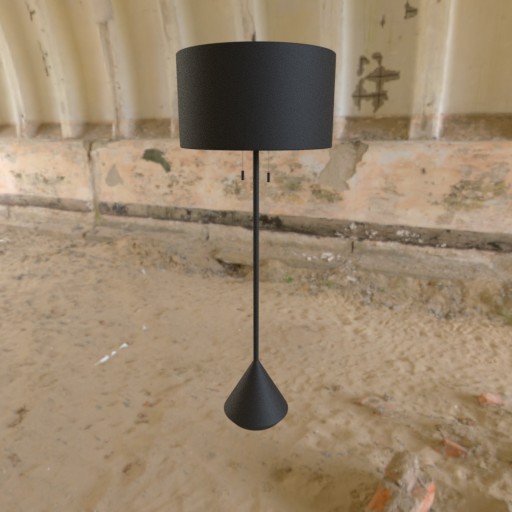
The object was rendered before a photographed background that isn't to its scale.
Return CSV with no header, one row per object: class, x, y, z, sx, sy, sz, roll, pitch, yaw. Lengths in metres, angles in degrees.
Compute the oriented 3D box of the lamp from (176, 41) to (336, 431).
lamp,0.000,0.000,1.835,0.580,1.526,0.580,-3,16,-9
